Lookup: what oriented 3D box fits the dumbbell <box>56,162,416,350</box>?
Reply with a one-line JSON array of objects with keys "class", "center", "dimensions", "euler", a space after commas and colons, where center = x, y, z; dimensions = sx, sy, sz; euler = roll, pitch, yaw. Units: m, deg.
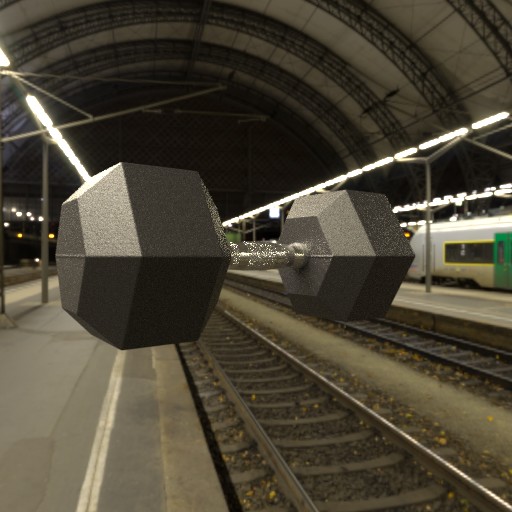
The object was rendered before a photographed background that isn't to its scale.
[{"class": "dumbbell", "center": [0.000, 0.000, 0.340], "dimensions": [0.271, 0.106, 0.122], "euler": [0, 0, -35]}]
